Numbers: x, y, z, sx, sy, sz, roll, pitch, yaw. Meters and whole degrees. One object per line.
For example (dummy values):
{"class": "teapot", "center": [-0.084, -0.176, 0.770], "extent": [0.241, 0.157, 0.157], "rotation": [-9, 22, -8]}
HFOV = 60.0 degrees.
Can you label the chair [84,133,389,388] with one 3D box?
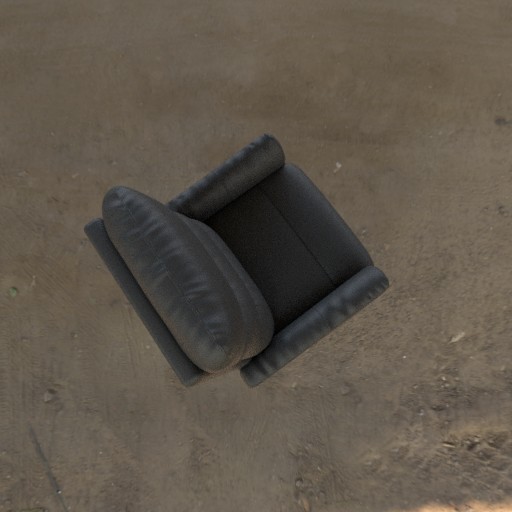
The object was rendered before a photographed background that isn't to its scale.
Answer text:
{"class": "chair", "center": [0.000, 0.000, 1.646], "extent": [0.831, 1.082, 0.775], "rotation": [-34, 78, -8]}
